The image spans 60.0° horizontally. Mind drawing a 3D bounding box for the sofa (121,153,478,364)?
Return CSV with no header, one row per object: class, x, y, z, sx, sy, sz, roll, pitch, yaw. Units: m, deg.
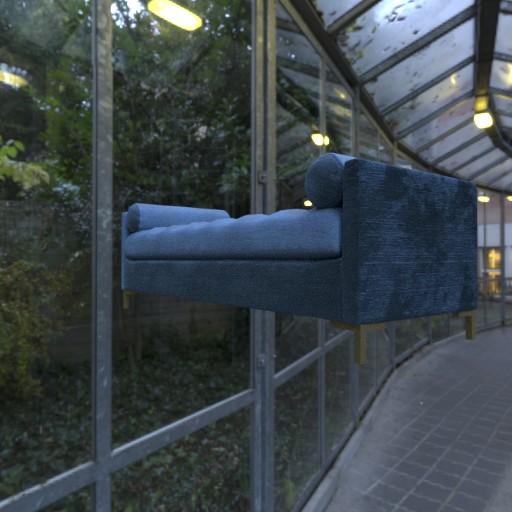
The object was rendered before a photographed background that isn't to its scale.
sofa,0.000,0.000,2.448,0.796,0.705,2.102,0,-1,-37
